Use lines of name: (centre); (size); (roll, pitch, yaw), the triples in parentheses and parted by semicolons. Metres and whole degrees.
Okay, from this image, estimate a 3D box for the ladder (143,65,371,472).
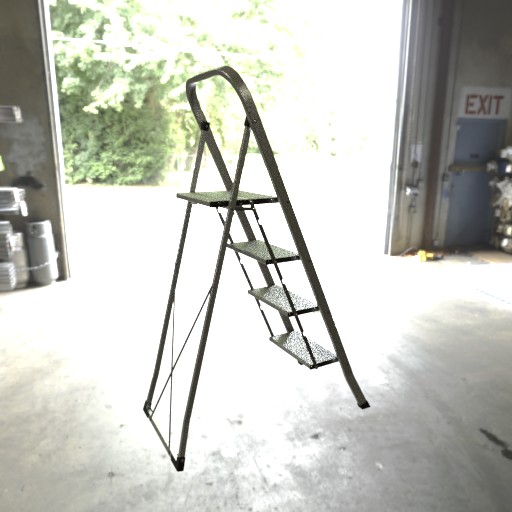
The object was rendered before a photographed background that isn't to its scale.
ladder: (0.000, 0.000, 1.682); (0.830, 1.290, 0.465); (-8, 16, -29)
